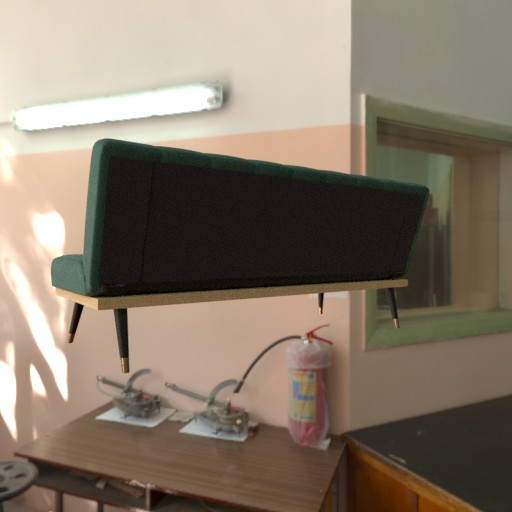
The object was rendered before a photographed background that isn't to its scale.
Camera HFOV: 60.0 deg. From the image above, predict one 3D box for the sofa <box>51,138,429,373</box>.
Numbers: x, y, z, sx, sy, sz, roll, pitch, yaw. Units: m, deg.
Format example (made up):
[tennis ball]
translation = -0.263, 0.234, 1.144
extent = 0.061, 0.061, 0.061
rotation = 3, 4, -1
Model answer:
[sofa]
translation = 0.000, 0.000, 2.277
extent = 1.810, 0.820, 0.830
rotation = -1, 1, -36
